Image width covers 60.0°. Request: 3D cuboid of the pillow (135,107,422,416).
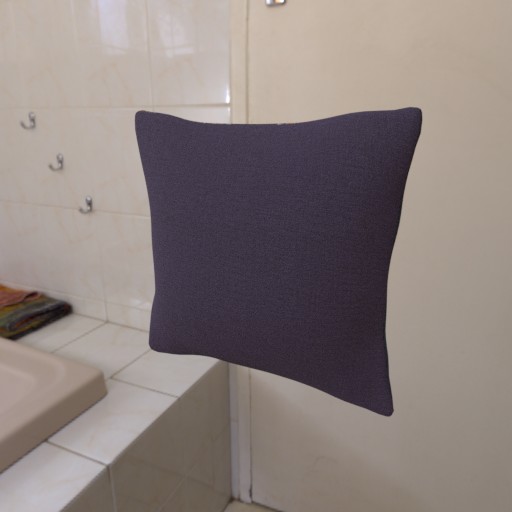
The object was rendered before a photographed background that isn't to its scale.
[{"bbox_3d":[0.000,0.000,0.662,0.437,0.419,0.136,8,19,26],"label":"pillow"}]
